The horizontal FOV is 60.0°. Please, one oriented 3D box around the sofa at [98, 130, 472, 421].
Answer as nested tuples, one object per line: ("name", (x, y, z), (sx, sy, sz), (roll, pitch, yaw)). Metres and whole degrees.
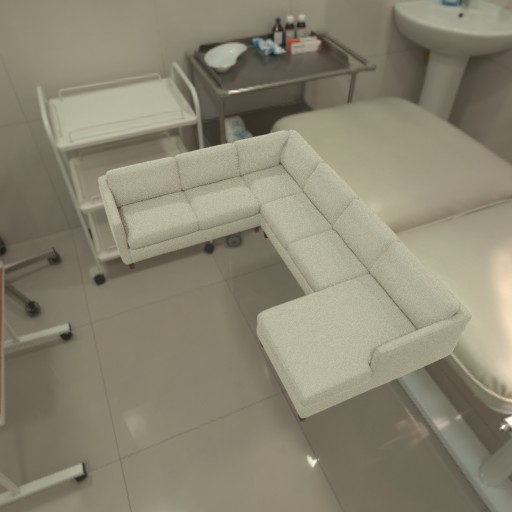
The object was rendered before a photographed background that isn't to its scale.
("sofa", (0.000, 0.000, 4.509), (2.551, 0.853, 3.238), (-17, 48, -16))
